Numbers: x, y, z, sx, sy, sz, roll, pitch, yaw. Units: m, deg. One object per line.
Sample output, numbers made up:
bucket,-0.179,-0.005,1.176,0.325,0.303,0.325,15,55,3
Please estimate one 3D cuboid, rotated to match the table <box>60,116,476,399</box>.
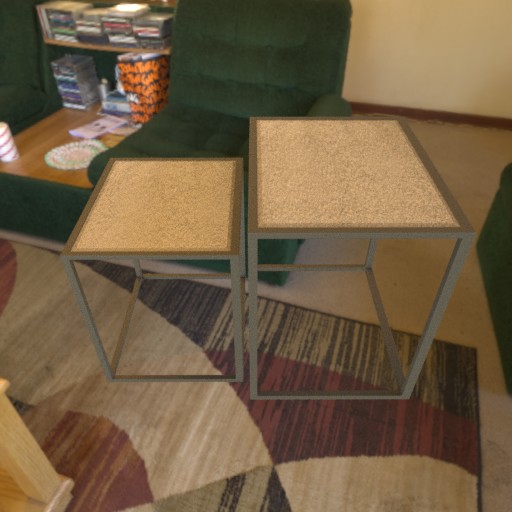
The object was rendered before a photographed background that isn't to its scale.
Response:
table,0.000,0.000,1.160,0.788,0.540,0.508,0,40,0
